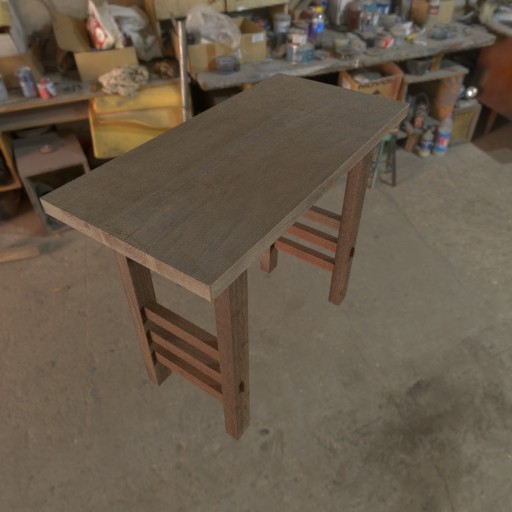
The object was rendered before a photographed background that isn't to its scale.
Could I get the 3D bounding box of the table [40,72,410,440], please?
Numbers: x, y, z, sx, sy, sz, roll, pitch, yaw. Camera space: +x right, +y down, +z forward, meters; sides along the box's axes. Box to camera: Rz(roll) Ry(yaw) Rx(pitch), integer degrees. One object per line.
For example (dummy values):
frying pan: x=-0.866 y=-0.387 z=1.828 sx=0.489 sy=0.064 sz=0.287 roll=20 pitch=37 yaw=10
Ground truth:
table: x=0.000 y=0.000 z=1.646 sx=0.556 sy=0.914 sz=1.119 roll=25 pitch=47 yaw=25
